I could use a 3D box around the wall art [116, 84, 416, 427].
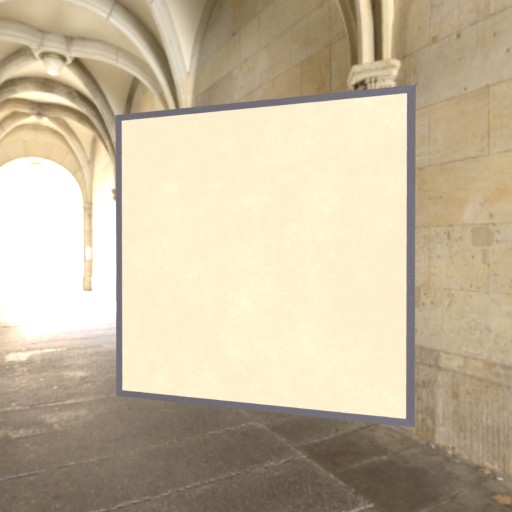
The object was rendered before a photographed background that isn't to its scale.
[{"bbox_3d":[0.000,0.000,0.449,0.302,0.300,0.036,0,0,16],"label":"wall art"}]
